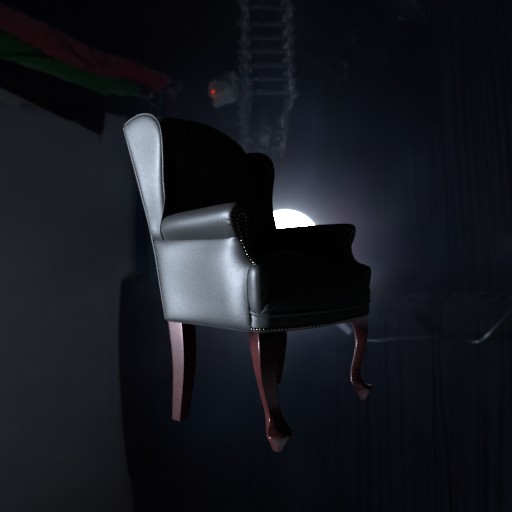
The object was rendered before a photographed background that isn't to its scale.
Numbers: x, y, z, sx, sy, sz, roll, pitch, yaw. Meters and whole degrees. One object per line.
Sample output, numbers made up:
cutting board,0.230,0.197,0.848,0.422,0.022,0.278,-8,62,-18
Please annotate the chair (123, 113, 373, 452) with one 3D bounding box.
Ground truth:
chair,0.000,0.000,1.681,0.762,1.111,0.838,-1,-2,36
